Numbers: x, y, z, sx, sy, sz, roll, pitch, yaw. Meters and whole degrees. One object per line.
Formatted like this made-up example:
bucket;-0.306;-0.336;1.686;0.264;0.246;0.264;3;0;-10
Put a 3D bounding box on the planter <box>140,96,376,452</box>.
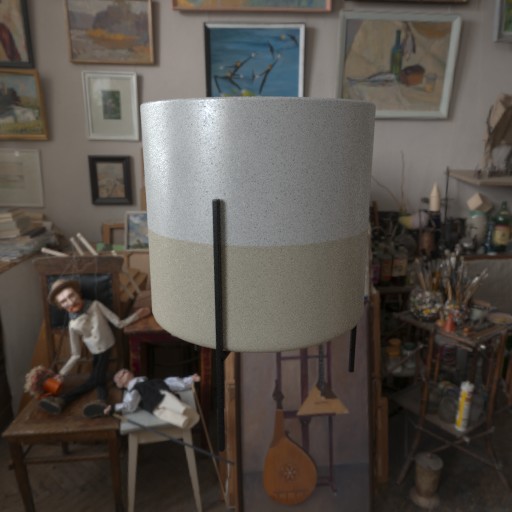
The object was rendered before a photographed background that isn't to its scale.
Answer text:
planter;0.000;0.000;0.754;0.359;0.484;0.368;-14;21;-42
